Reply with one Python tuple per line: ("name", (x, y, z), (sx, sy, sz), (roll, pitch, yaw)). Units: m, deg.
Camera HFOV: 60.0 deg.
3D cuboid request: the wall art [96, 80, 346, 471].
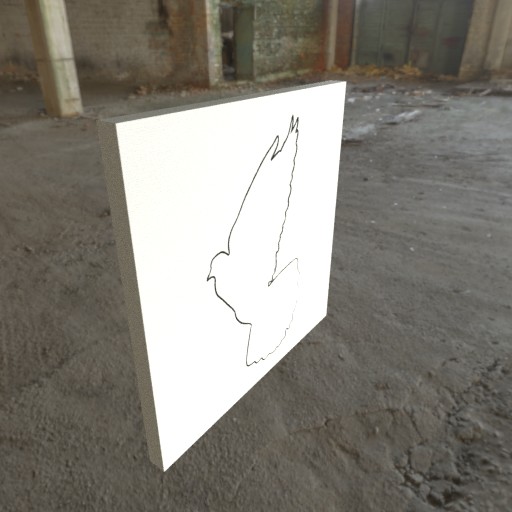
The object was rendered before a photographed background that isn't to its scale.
("wall art", (0.000, 0.000, 0.888), (0.038, 0.610, 0.610), (18, 32, 32))
